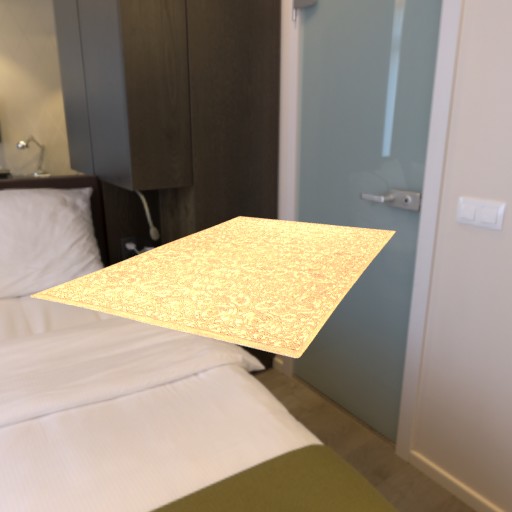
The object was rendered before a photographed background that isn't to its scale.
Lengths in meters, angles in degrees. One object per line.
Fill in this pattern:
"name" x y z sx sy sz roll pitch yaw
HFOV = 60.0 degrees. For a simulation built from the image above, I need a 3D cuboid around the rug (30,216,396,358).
"rug" 0.000 0.000 3.101 1.529 0.012 2.435 8 18 24
